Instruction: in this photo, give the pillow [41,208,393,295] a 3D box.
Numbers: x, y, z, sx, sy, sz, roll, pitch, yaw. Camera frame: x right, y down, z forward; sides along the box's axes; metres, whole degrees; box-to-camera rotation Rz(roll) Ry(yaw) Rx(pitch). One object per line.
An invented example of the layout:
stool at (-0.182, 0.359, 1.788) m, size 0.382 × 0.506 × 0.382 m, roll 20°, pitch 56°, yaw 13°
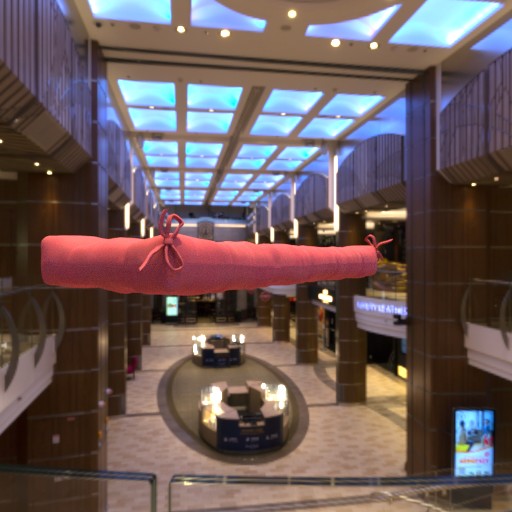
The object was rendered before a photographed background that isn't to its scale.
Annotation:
pillow at (0.000, 0.000, 1.366) m, size 0.511 × 0.174 × 1.194 m, roll 0°, pitch 0°, yaw 35°
